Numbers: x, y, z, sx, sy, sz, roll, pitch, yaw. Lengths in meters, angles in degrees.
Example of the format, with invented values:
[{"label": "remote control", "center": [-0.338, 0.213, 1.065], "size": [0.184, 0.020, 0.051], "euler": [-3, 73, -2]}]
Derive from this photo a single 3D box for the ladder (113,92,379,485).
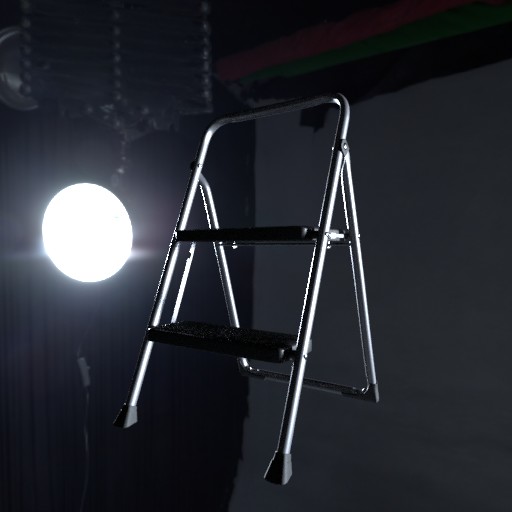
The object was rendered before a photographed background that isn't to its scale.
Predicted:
[{"label": "ladder", "center": [0.000, 0.000, 1.011], "size": [0.430, 0.720, 0.472], "euler": [1, 1, 35]}]
